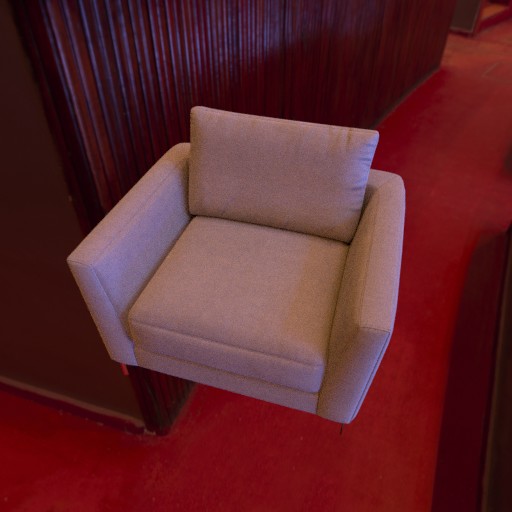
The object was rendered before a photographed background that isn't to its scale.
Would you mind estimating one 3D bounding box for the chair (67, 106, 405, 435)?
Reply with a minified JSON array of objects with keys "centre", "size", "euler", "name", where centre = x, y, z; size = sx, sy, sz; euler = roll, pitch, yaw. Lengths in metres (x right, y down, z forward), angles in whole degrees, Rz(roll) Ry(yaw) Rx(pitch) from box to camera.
[{"centre":[0.000,0.000,1.734],"size":[1.041,0.864,0.889],"euler":[11,43,13],"name":"chair"}]
